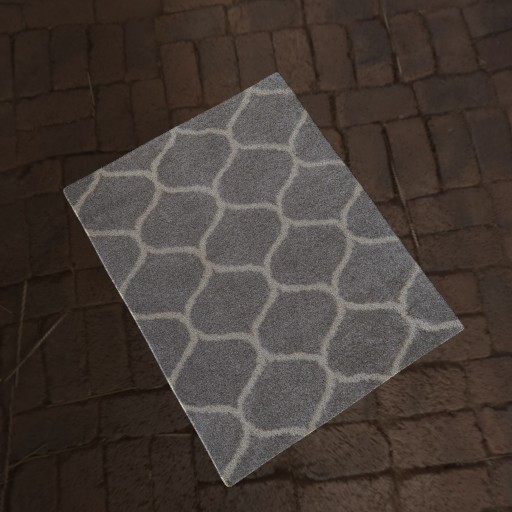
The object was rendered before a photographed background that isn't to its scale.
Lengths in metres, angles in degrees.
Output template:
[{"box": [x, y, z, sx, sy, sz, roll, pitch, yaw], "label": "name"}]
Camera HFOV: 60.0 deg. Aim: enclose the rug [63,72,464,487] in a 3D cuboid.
[{"box": [0.000, 0.000, 3.982, 2.399, 0.026, 3.000, -31, 78, -7], "label": "rug"}]
